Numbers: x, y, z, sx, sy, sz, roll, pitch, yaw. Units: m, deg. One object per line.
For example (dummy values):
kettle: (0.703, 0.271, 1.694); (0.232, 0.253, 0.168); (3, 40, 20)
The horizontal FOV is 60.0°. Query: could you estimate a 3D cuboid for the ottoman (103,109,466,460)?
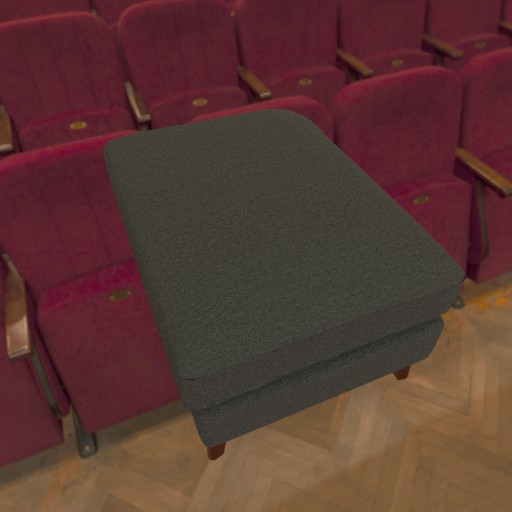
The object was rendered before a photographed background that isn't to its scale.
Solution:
ottoman: (0.000, 0.000, 1.231); (0.629, 0.503, 0.835); (-17, 47, -16)
